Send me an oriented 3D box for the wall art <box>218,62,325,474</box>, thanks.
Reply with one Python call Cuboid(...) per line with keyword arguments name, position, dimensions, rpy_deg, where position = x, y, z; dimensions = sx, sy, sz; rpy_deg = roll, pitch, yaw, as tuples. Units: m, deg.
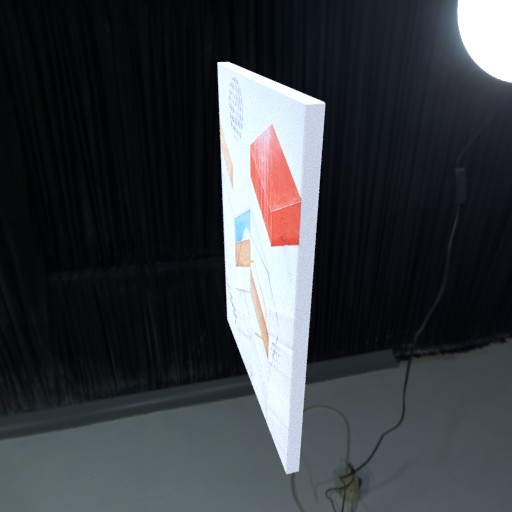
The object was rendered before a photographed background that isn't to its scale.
Cuboid(name="wall art", position=(0.000, 0.000, 1.616), dimensions=(0.046, 1.221, 0.914), rpy_deg=(-8, 30, -14))
